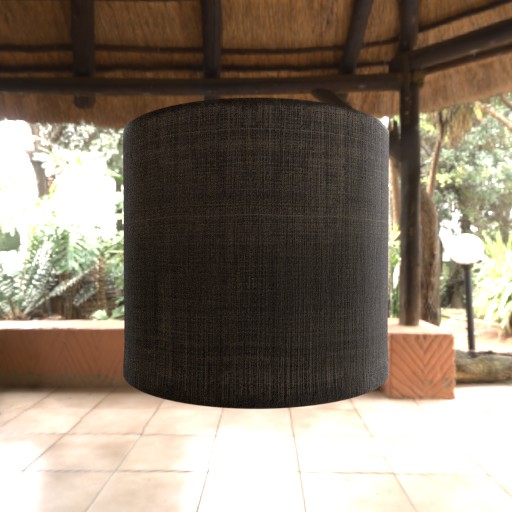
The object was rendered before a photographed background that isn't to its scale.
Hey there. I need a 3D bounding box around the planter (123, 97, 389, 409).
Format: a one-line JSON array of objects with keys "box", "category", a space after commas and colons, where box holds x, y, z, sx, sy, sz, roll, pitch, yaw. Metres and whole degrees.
[{"box": [0.000, 0.000, 0.309, 0.178, 0.157, 0.178, 0, 0, 0], "category": "planter"}]
